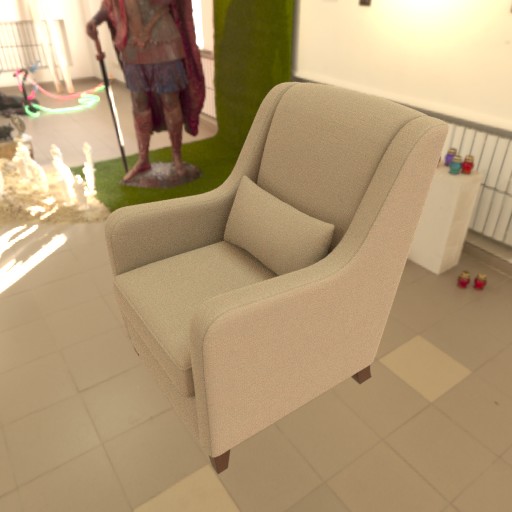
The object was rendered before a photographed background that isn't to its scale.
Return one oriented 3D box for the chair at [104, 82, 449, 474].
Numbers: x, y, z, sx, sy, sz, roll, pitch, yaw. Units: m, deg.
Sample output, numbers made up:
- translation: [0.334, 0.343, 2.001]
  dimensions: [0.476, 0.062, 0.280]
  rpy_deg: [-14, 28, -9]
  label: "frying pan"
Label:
- translation: [0.000, 0.000, 1.560]
  dimensions: [0.896, 1.017, 0.715]
  rpy_deg: [-21, 38, -29]
  label: "chair"
